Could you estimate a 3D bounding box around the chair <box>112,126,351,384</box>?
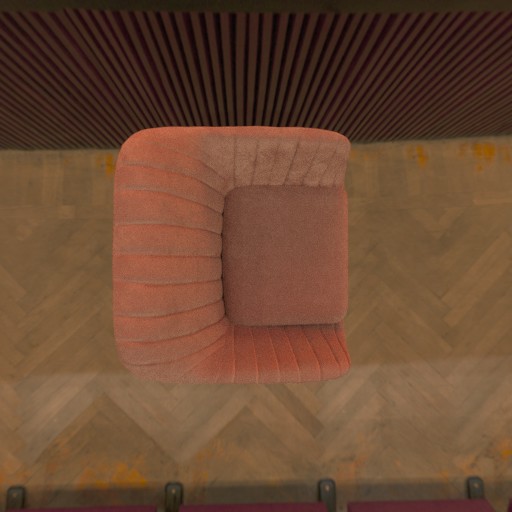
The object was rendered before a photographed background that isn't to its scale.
[{"bbox_3d":[0.000,0.000,1.243,0.570,0.832,0.610,0,89,-2],"label":"chair"}]
